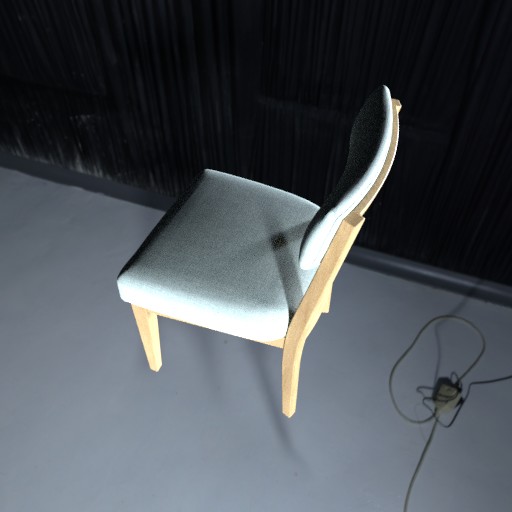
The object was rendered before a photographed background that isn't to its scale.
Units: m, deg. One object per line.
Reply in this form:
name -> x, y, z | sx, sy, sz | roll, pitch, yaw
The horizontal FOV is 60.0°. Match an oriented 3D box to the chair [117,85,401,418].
chair -> 0.000, 0.000, 1.205 | 0.572, 0.832, 0.508 | 16, 48, 14
